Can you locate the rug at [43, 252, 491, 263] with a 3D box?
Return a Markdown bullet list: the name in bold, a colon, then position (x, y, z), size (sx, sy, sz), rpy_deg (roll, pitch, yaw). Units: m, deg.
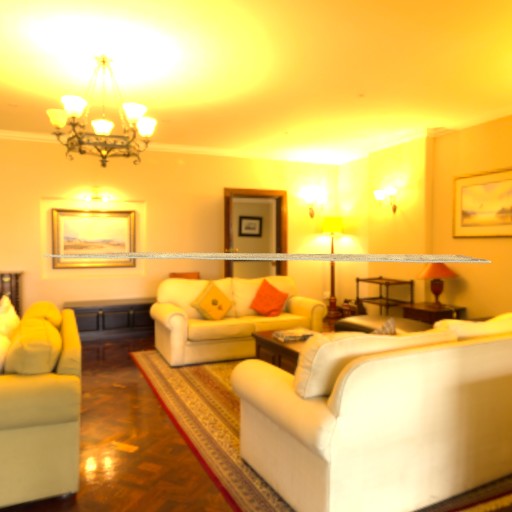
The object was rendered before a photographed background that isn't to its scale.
- **rug**: position (0.000, 0.000, 2.655), size (2.383, 0.018, 0.857), rpy_deg (1, 2, 18)
